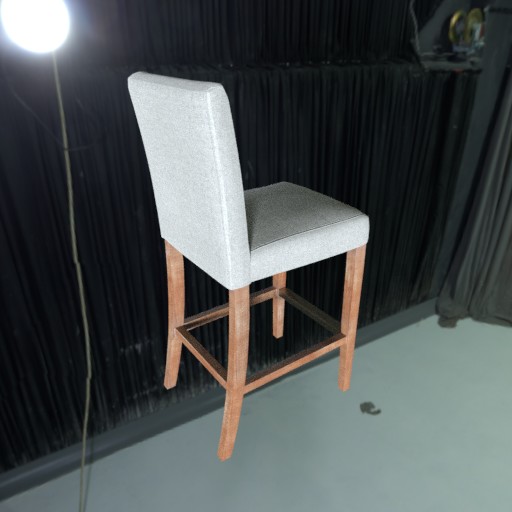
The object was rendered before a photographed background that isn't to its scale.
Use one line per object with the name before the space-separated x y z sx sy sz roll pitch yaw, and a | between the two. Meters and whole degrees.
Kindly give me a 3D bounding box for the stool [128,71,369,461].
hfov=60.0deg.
stool | 0.000 0.000 1.407 0.570 1.088 0.439 -18 32 -32
